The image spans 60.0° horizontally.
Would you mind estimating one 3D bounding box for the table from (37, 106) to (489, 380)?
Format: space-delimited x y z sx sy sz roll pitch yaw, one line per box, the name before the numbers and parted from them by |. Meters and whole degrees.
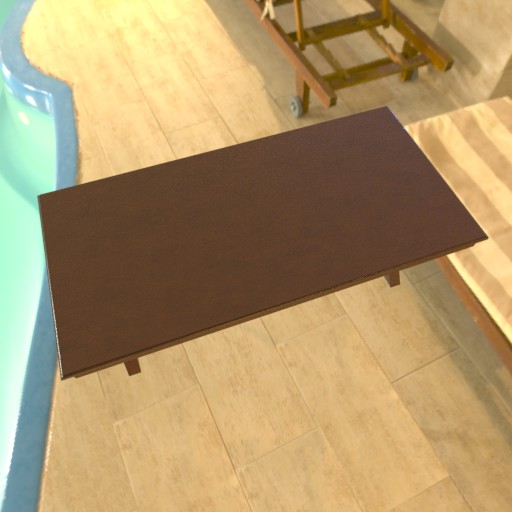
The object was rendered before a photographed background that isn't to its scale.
table | 0.000 0.000 1.492 1.197 0.459 0.594 -17 60 -10
